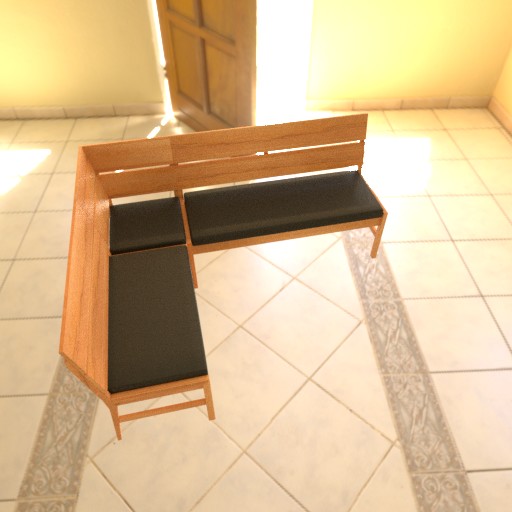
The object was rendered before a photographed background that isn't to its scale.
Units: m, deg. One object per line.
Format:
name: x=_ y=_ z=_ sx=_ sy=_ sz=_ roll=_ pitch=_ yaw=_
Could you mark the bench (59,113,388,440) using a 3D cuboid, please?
bench: x=0.000 y=0.000 z=2.741 sx=1.948 sy=0.890 sz=1.548 roll=-9 pitch=47 yaw=-9
